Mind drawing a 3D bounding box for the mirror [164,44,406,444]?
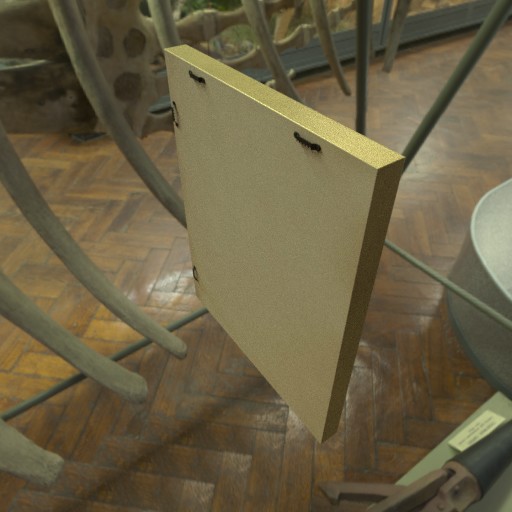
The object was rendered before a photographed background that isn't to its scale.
[{"bbox_3d":[0.000,0.000,0.679,0.041,0.508,0.405,-25,47,-26],"label":"mirror"}]
